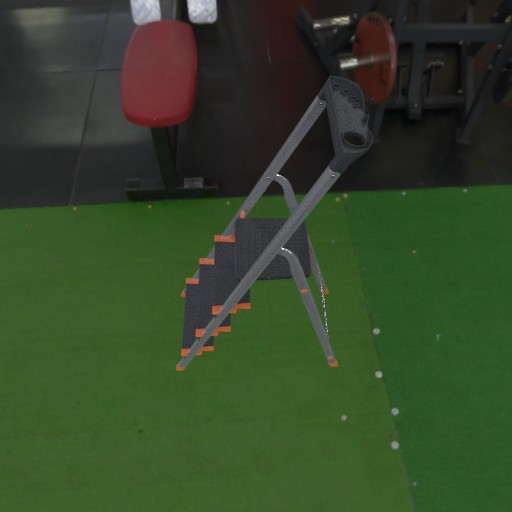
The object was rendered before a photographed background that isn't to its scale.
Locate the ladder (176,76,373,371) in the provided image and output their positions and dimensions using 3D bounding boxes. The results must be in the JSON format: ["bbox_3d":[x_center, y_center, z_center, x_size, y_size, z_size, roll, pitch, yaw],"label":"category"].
[{"bbox_3d":[0.000,0.000,1.803,0.834,1.429,0.452,-1,57,-1],"label":"ladder"}]
